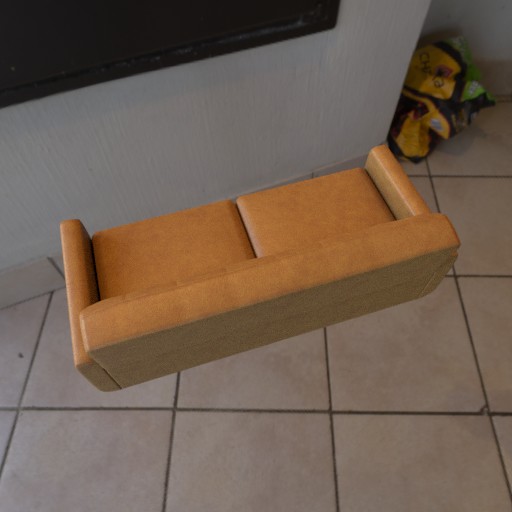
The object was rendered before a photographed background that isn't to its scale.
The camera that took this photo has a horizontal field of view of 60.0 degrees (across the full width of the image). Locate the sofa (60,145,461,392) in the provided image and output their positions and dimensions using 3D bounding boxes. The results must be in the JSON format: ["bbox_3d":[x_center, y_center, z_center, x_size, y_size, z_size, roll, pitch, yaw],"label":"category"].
[{"bbox_3d":[0.000,0.000,2.671,2.137,0.892,0.980,-15,59,-9],"label":"sofa"}]
